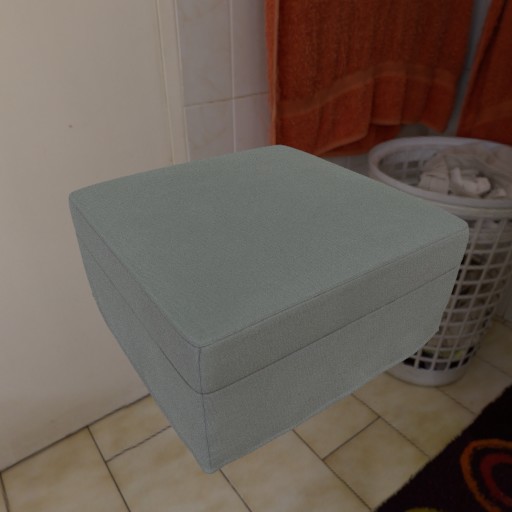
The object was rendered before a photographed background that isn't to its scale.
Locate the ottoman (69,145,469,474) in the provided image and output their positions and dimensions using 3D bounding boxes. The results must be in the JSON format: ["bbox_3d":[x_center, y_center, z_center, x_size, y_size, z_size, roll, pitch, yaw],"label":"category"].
[{"bbox_3d":[0.000,0.000,1.323,0.842,0.441,0.843,-20,37,-29],"label":"ottoman"}]
